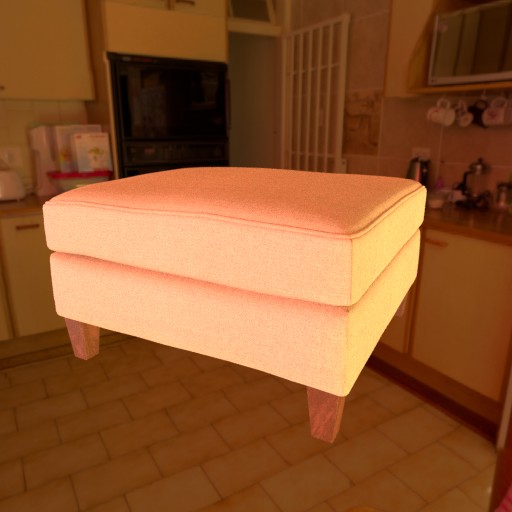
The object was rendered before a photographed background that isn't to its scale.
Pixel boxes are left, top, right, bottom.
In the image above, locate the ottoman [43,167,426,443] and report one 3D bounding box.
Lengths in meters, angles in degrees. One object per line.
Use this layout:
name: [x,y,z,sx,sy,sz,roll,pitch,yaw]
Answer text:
ottoman: [0.000,0.000,1.337,0.838,0.503,0.838,9,18,27]
